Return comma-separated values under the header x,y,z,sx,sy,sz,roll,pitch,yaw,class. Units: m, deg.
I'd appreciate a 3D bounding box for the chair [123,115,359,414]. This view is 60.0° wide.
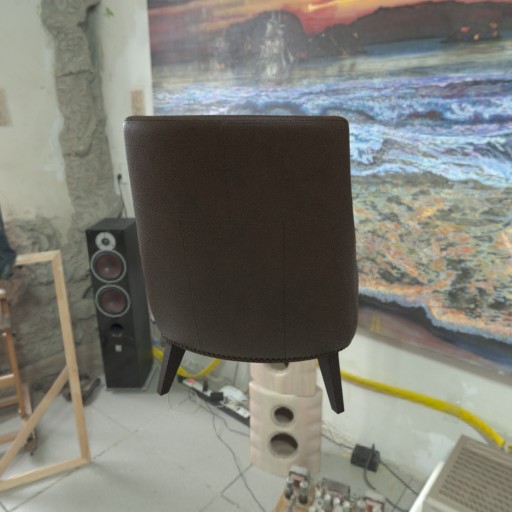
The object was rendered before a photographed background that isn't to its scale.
x,y,z,sx,sy,sz,roll,pitch,yaw,class
0.000,0.000,1.506,0.701,0.909,0.861,3,18,9,chair
